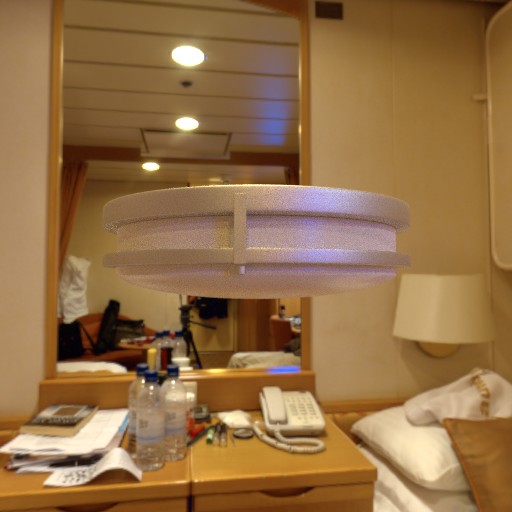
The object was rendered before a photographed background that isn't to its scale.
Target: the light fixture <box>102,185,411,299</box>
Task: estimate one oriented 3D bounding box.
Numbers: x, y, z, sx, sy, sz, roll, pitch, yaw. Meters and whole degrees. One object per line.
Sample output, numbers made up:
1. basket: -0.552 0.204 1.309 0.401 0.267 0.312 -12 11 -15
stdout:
1. light fixture: 0.000 0.000 0.539 0.356 0.102 0.356 0 -3 0
